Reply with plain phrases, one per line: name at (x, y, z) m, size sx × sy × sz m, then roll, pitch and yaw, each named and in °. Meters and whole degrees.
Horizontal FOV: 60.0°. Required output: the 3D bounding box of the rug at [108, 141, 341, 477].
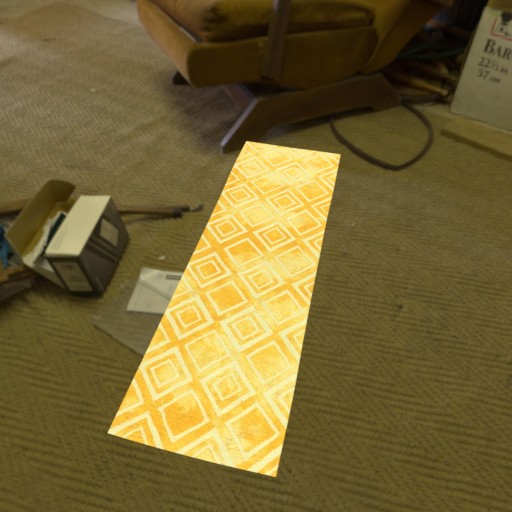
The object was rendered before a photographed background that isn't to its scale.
rug at (0.000, 0.000, 2.712) m, size 0.775 × 0.010 × 2.438 m, roll 10°, pitch 47°, yaw 9°
